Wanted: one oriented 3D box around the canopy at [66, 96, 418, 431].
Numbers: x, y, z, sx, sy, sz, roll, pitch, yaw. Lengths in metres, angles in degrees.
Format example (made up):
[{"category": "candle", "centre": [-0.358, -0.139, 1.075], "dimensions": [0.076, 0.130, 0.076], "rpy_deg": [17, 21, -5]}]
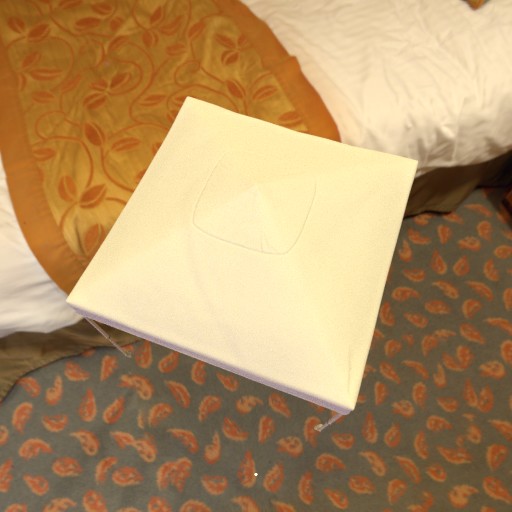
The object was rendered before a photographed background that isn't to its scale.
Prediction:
[{"category": "canopy", "centre": [0.000, 0.000, 5.483], "dimensions": [2.996, 2.997, 2.998], "rpy_deg": [18, 65, 9]}]
